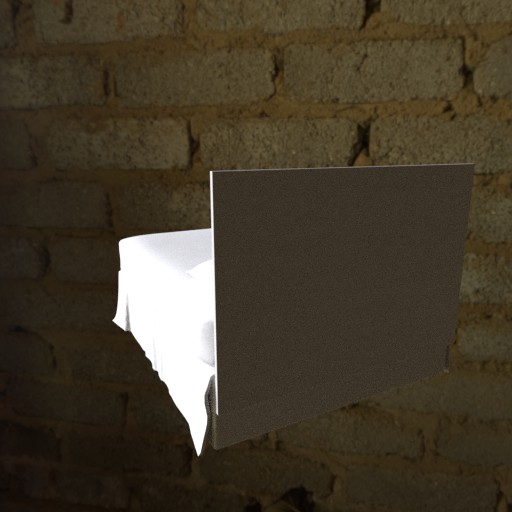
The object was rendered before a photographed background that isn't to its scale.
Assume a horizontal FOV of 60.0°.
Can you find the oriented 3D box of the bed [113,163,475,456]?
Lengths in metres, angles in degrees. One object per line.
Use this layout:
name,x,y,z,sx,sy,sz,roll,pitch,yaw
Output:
bed,0.000,0.000,3.170,1.745,1.335,2.094,-7,16,-27
